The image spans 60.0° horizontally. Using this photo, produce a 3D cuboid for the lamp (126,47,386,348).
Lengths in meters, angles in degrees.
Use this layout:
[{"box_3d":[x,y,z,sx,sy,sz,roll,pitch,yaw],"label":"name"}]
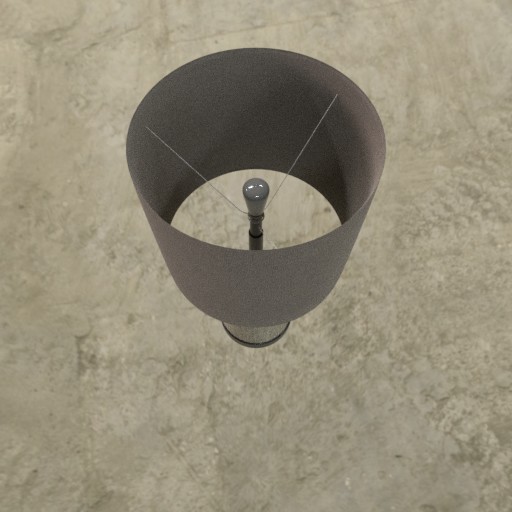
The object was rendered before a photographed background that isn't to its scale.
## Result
[{"box_3d":[0.000,0.000,0.599,0.229,0.470,0.229,16,64,8],"label":"lamp"}]
